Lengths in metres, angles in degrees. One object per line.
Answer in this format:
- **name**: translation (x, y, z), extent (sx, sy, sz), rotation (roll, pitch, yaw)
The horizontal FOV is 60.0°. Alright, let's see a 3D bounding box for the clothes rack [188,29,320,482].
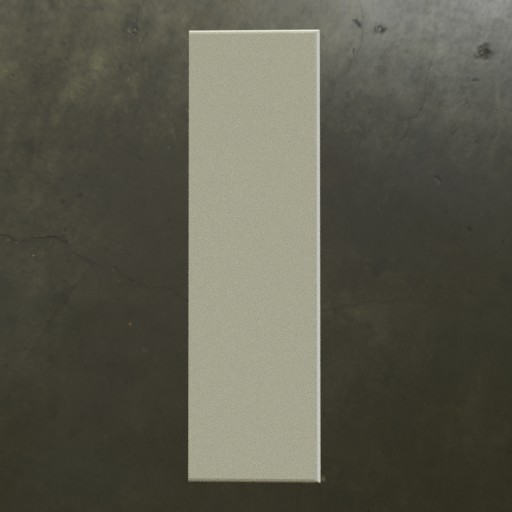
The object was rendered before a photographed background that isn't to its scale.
- **clothes rack**: translation (0.000, 0.000, 1.349), extent (0.324, 0.531, 1.120), rotation (0, 89, 1)
